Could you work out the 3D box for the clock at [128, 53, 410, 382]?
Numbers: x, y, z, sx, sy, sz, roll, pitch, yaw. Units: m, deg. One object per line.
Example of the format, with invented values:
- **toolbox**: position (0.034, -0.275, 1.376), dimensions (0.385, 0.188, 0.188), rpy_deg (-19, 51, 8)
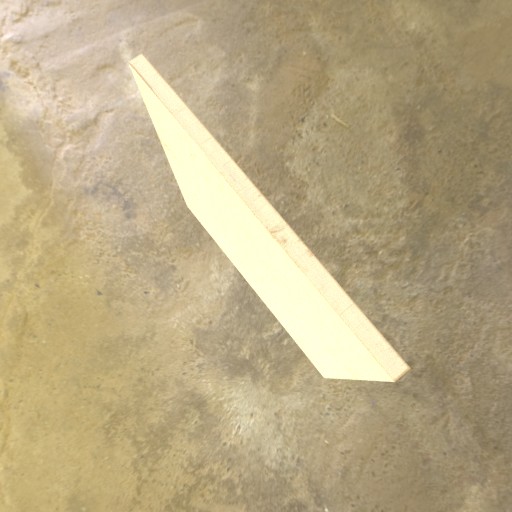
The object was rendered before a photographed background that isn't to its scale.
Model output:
- **clock**: position (0.000, 0.000, 1.069), dimensions (0.032, 0.705, 0.705), rpy_deg (-37, 78, -9)
